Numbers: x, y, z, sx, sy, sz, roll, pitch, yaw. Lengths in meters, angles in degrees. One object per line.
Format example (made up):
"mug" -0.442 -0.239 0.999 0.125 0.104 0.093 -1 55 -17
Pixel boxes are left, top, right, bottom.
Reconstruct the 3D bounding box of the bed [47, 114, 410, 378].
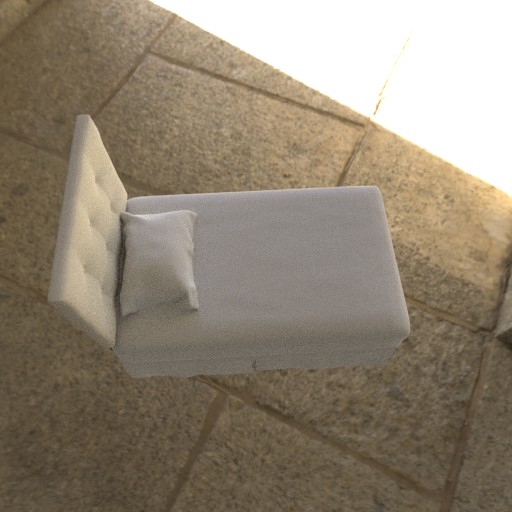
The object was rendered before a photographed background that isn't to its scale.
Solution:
"bed" 0.000 0.000 2.974 1.997 1.571 1.261 -3 64 -1
